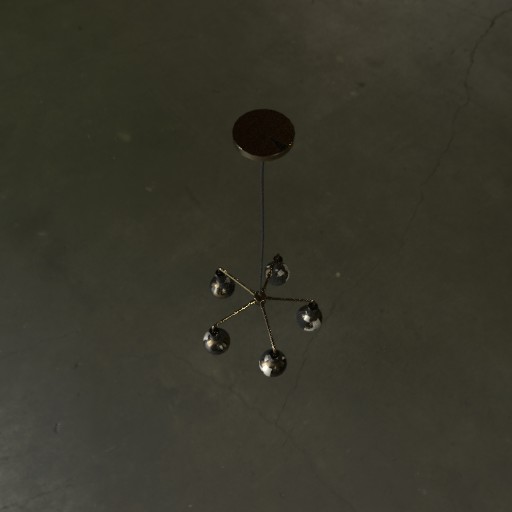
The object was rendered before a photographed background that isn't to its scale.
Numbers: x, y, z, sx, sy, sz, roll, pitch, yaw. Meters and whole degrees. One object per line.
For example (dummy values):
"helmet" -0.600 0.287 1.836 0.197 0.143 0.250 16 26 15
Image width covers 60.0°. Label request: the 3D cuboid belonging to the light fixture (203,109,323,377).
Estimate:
"light fixture" 0.000 0.000 1.217 0.421 0.988 0.438 36 68 17
